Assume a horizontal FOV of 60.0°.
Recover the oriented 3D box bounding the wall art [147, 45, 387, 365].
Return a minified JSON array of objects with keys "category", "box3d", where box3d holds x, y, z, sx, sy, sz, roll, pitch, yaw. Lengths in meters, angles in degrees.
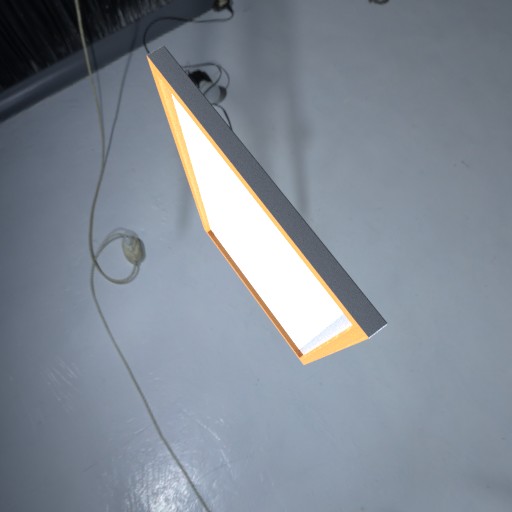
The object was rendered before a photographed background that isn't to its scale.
[{"category":"wall art","box3d":[0.000,0.000,0.767,0.025,0.608,0.405,-35,77,-9]}]
